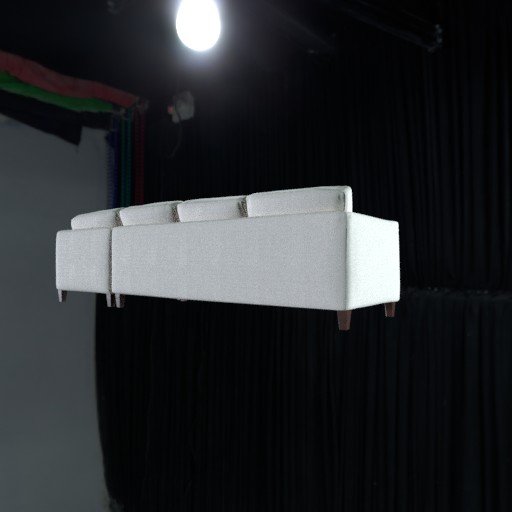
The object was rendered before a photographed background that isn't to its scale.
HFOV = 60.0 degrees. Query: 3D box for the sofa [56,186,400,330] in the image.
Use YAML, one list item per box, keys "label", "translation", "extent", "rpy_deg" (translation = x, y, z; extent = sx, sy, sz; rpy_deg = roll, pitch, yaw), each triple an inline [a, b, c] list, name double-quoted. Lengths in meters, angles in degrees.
- label: "sofa"
  translation: [0.000, 0.000, 4.632]
  extent: [3.302, 0.947, 2.593]
  rpy_deg: [0, -1, 36]
